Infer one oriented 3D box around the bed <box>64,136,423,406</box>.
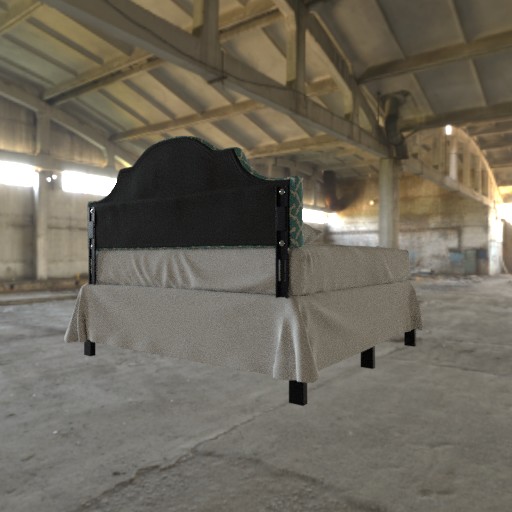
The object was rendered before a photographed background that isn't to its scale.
[{"bbox_3d":[0.000,0.000,3.765,2.314,1.601,2.222,0,0,37],"label":"bed"}]
